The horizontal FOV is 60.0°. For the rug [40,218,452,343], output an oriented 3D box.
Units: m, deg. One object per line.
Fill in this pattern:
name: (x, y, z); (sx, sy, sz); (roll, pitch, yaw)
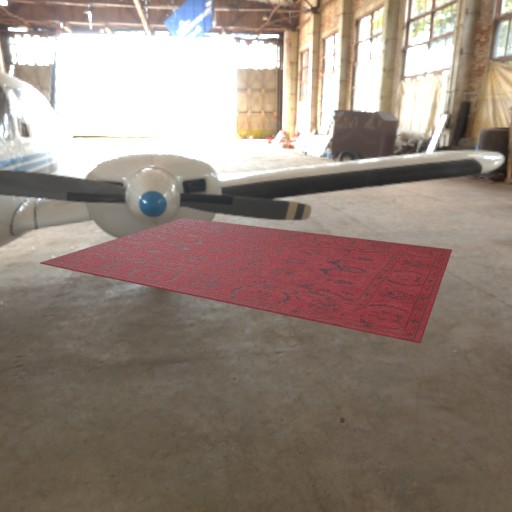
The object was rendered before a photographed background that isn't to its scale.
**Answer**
rug: (0.000, 0.000, 2.333); (1.814, 0.008, 1.209); (9, 19, 26)
